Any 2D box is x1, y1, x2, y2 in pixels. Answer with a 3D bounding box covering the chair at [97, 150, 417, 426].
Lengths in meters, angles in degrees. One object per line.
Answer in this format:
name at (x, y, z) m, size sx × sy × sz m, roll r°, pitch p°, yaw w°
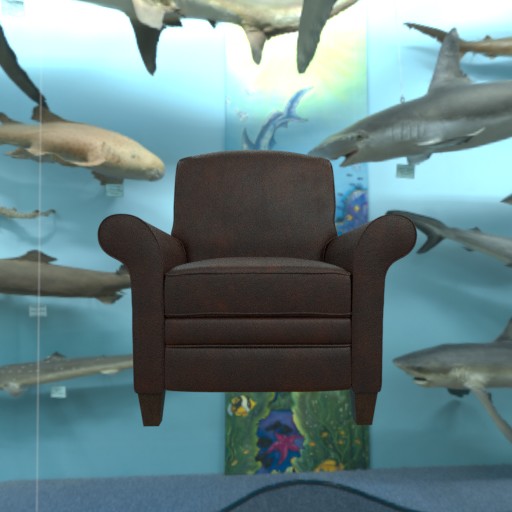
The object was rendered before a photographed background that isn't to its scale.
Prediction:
chair at (0.000, 0.000, 1.784) m, size 0.978 × 1.061 × 0.902 m, roll 0°, pitch -1°, yaw -1°
